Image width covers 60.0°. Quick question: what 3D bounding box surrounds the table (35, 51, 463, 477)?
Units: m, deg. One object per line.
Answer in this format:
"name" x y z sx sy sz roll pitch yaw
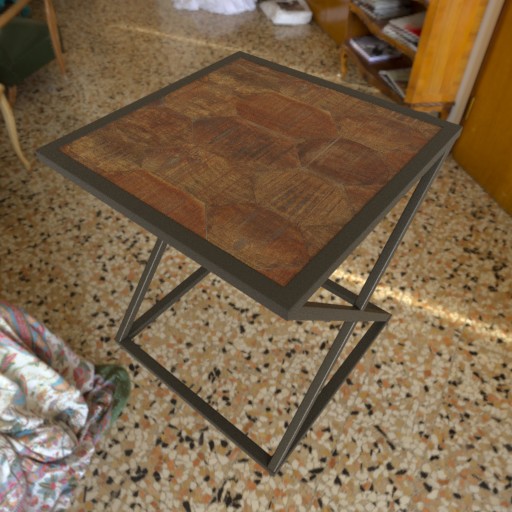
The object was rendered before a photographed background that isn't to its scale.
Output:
"table" 0.000 0.000 0.931 0.500 0.565 0.500 31 54 26
